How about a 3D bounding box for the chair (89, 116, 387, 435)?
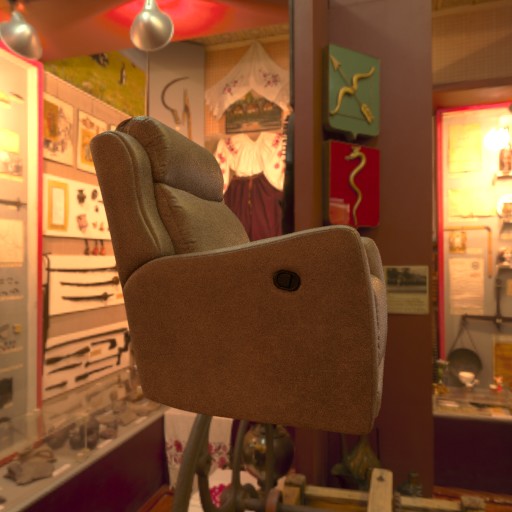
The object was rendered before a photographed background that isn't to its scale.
[{"bbox_3d":[0.000,0.000,1.905,1.068,1.116,0.965,0,-1,18],"label":"chair"}]
